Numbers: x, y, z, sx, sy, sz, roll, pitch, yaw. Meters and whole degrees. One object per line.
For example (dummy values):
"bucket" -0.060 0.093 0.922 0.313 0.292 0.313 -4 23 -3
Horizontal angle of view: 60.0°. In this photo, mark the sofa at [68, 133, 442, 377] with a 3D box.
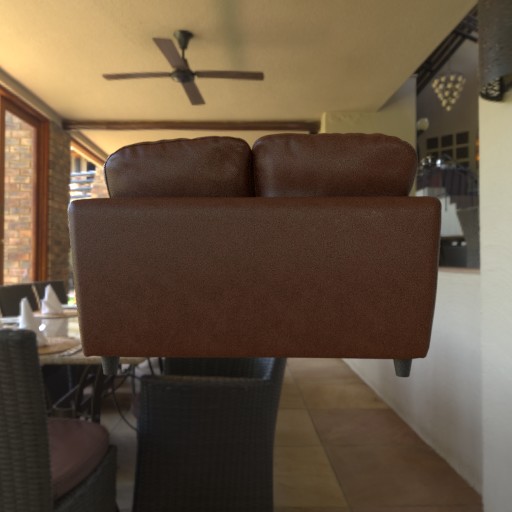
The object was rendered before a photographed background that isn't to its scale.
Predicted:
"sofa" 0.000 0.000 1.964 1.406 0.906 0.805 0 -1 2
